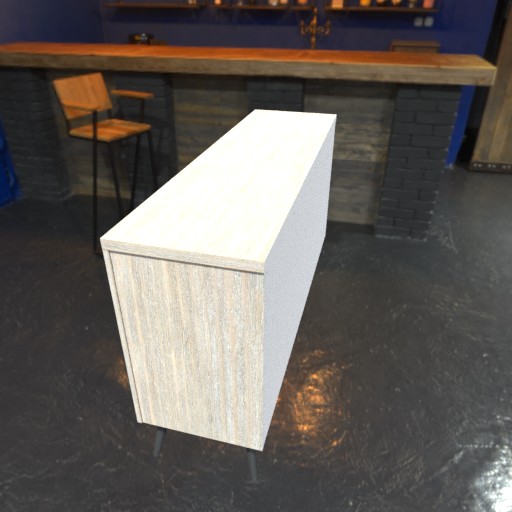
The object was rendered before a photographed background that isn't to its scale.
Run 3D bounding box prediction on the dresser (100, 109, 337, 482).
[{"bbox_3d":[0.000,0.000,1.967,0.457,0.914,1.524,8,32,13],"label":"dresser"}]
